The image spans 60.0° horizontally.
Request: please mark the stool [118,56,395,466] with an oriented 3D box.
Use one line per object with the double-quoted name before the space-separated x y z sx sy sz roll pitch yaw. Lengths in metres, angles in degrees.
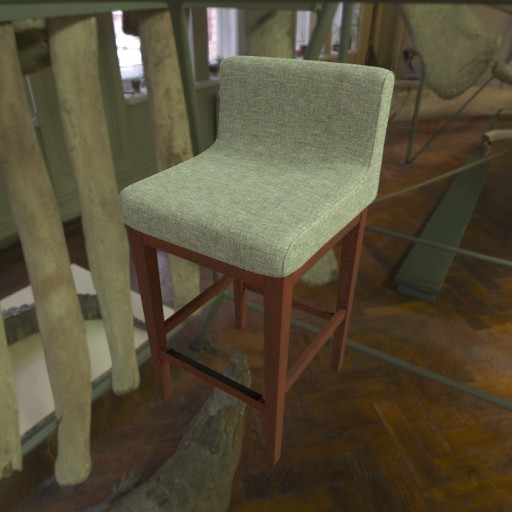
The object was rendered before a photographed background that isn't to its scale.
"stool" 0.000 0.000 1.070 0.417 0.835 0.459 19 35 28
